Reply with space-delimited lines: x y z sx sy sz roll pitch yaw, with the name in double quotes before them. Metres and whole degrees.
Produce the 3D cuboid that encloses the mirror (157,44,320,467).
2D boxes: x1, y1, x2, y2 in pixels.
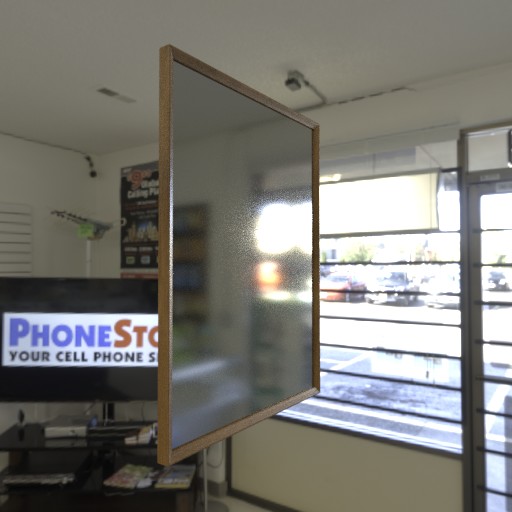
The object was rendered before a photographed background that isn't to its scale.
"mirror" 0.000 0.000 1.382 0.041 1.016 0.762 -1 -1 36
